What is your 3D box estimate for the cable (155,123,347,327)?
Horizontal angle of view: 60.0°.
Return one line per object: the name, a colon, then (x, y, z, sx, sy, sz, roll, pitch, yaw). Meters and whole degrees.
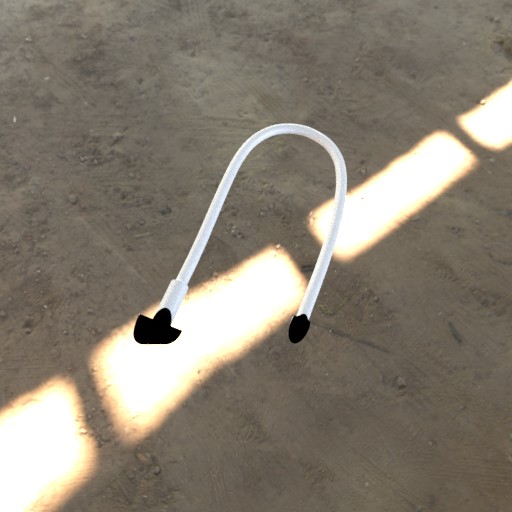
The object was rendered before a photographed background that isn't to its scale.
cable: (0.000, 0.000, 0.110, 0.040, 0.006, 0.098, 15, 58, 10)
